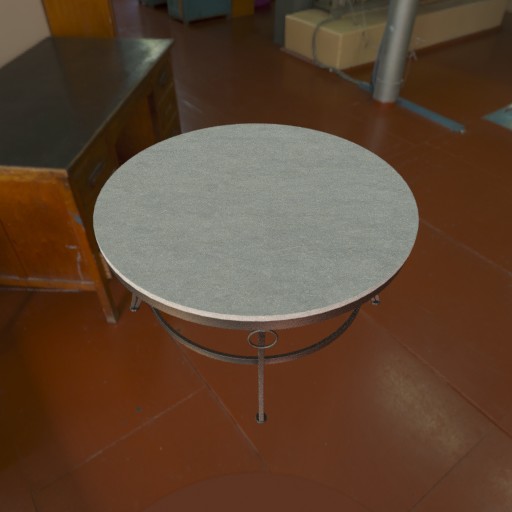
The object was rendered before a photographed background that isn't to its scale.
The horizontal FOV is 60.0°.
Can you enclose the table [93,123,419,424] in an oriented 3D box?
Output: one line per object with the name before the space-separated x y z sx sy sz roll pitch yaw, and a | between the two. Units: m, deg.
table | 0.000 0.000 1.412 0.889 0.470 0.889 0 42 0
